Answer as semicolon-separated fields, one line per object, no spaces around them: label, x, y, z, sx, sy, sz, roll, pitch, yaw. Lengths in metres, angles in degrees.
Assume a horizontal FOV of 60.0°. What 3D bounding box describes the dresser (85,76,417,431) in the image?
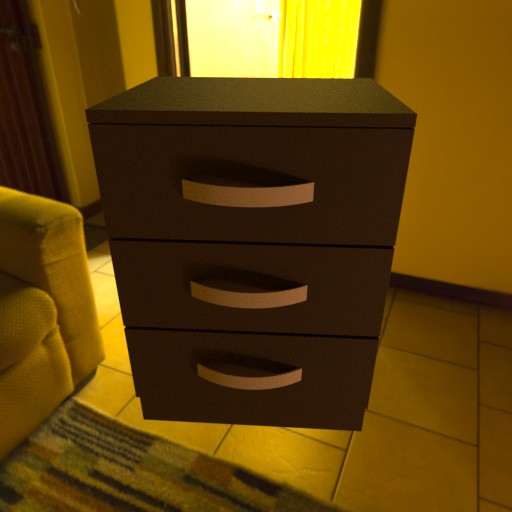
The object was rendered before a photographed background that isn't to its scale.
dresser;0.000;0.000;0.799;0.400;0.560;0.360;2;29;3
